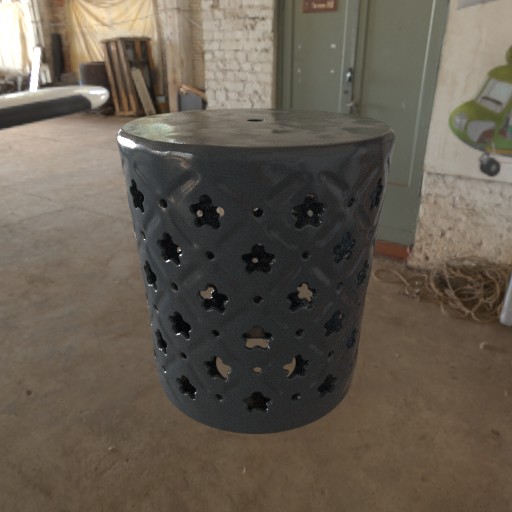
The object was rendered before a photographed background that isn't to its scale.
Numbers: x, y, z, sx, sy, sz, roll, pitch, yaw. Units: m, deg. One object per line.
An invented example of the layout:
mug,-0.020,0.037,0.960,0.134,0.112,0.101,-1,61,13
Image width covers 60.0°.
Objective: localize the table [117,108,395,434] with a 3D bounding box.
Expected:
table,0.000,0.000,0.655,0.352,0.387,0.352,0,24,0
